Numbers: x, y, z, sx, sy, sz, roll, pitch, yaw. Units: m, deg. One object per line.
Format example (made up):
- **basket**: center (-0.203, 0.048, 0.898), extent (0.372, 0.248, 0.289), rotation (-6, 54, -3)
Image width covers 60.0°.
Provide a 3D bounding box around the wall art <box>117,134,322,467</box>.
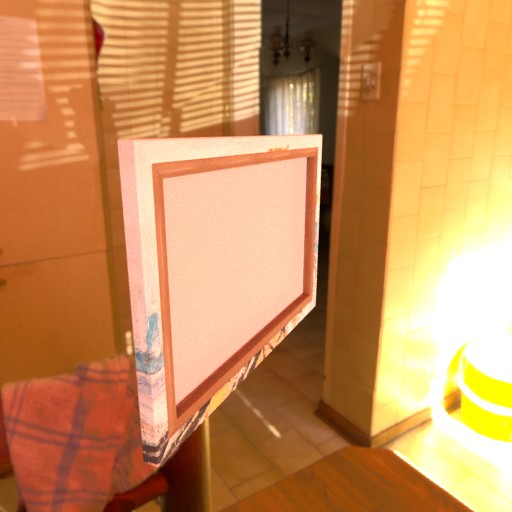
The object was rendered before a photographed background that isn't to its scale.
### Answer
- **wall art**: center (0.000, 0.000, 1.166), extent (0.038, 0.609, 0.913), rotation (8, 18, 25)
